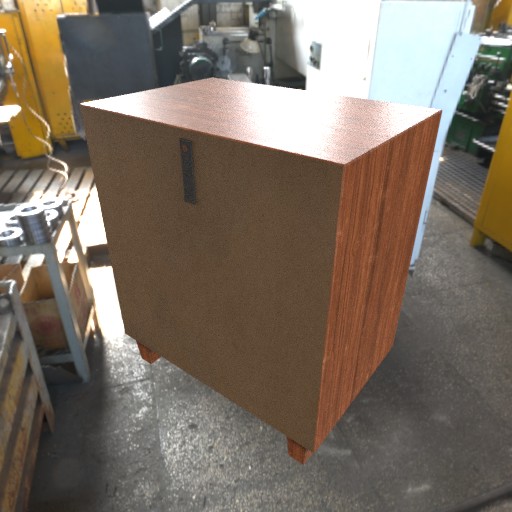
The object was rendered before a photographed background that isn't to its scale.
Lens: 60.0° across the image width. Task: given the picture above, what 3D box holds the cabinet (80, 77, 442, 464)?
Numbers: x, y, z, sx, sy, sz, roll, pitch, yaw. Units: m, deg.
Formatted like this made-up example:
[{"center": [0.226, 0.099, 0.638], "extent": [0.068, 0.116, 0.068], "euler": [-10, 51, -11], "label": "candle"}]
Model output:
[{"center": [0.000, 0.000, 1.064], "extent": [0.607, 0.695, 0.410], "euler": [22, 37, 32], "label": "cabinet"}]
